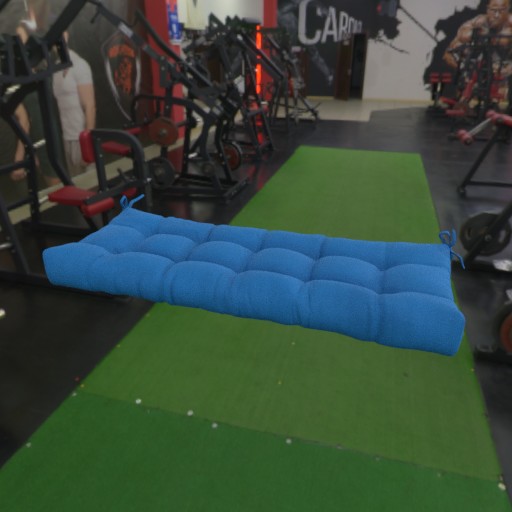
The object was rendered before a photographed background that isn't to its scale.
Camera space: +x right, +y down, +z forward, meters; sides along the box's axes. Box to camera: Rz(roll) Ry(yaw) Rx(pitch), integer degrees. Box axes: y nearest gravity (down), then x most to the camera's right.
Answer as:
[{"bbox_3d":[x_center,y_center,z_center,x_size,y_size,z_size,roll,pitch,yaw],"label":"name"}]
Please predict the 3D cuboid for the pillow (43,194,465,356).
[{"bbox_3d":[0.000,0.000,1.325,1.194,0.174,0.511,8,27,16],"label":"pillow"}]
